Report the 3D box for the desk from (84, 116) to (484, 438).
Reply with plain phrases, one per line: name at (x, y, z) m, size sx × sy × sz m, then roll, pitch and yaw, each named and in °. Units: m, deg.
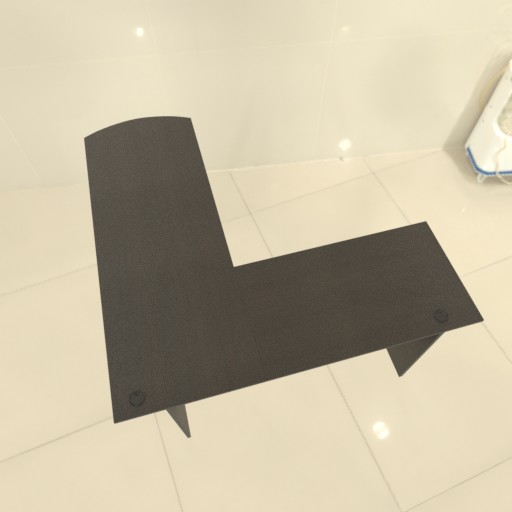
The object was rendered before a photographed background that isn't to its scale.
desk at (0.000, 0.000, 2.126) m, size 1.303 × 0.716 × 1.361 m, roll -13°, pitch 60°, yaw -8°
